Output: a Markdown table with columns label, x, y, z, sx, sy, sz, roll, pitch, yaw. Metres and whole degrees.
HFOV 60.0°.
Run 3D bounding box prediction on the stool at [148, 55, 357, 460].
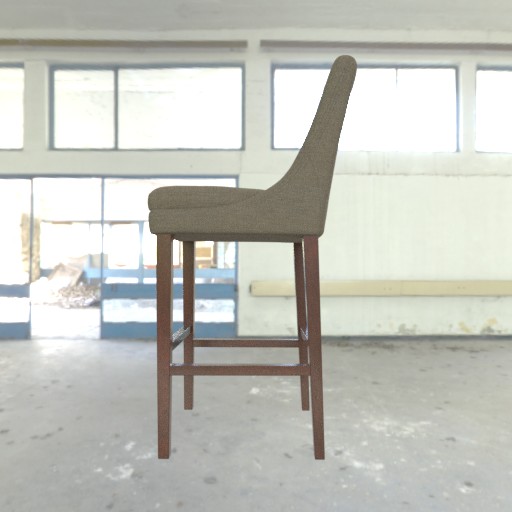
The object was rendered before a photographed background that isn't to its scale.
| label | x | y | z | sx | sy | sz | roll | pitch | yaw |
| --- | --- | --- | --- | --- | --- | --- | --- | --- | --- |
| stool | 0.000 | 0.000 | 1.382 | 0.577 | 1.078 | 0.470 | 0 | -1 | 1 |
